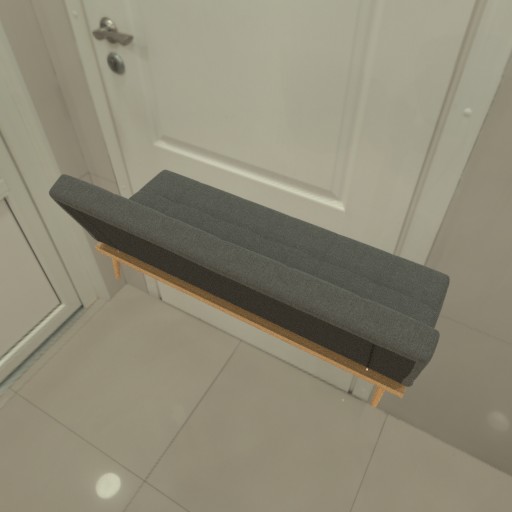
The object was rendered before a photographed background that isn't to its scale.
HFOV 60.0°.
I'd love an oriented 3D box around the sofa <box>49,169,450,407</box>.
[{"bbox_3d":[0.000,0.000,2.254,1.820,0.770,0.820,23,51,20],"label":"sofa"}]
